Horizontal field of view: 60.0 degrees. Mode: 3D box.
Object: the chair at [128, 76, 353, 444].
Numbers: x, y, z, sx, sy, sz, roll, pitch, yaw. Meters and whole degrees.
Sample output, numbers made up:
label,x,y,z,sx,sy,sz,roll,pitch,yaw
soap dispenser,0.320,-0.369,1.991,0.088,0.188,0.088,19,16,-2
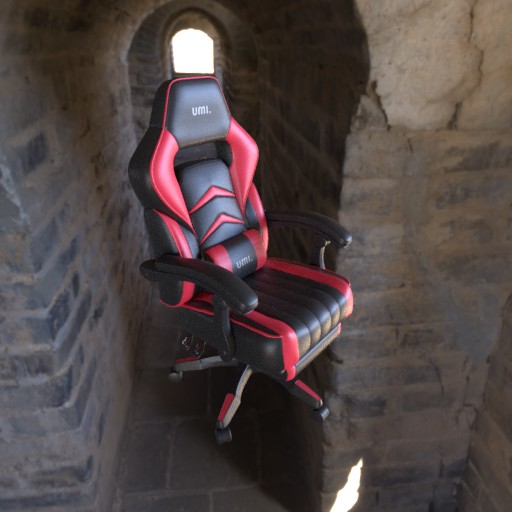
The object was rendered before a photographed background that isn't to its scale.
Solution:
label,x,y,z,sx,sy,sz,roll,pitch,yaw
chair,0.000,0.000,1.656,0.700,1.220,0.700,19,32,34
